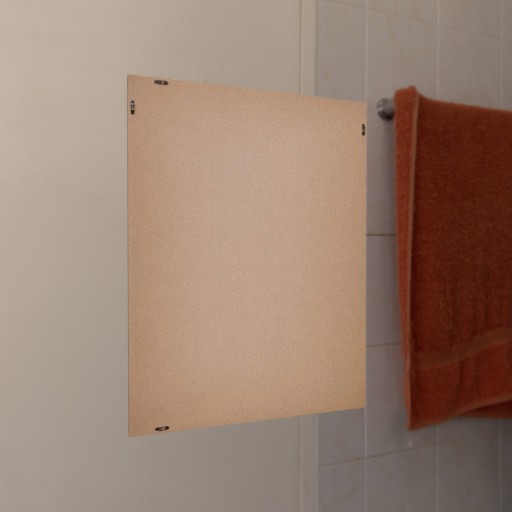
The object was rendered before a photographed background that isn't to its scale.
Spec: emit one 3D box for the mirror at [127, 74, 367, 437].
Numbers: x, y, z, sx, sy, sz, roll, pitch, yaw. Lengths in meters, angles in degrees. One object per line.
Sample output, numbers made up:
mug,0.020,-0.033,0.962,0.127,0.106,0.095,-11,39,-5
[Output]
mirror,0.000,0.000,1.373,0.762,1.016,0.040,0,1,-18
